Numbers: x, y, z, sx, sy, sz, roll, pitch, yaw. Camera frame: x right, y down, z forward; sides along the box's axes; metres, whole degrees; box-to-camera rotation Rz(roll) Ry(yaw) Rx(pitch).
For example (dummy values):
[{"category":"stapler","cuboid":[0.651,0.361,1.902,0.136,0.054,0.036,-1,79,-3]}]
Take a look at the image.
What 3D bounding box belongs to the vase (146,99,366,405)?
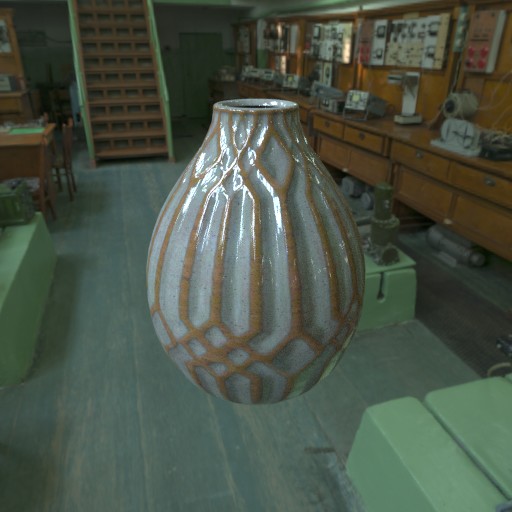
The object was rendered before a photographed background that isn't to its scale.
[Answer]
[{"category":"vase","cuboid":[0.000,0.000,0.266,0.131,0.175,0.131,0,26,0]}]
